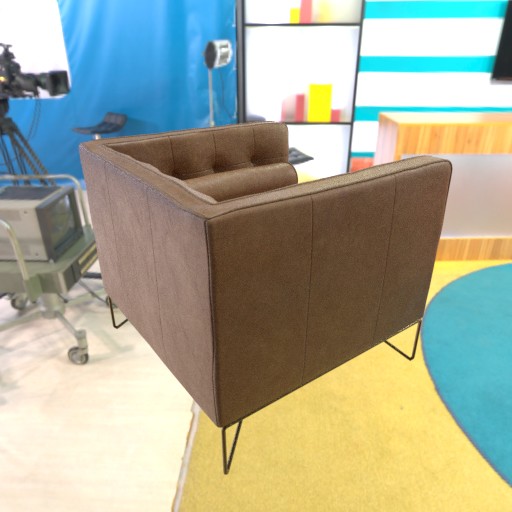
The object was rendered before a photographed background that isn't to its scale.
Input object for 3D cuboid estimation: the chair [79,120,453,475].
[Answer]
[{"bbox_3d":[0.000,0.000,1.633,0.912,0.797,0.920,-18,31,-32],"label":"chair"}]
